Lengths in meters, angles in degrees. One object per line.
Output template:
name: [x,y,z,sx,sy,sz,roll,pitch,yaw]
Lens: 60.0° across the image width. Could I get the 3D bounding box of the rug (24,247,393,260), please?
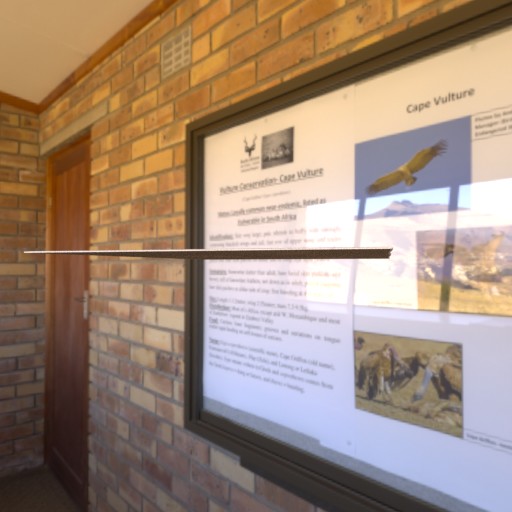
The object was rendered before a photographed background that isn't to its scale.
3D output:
rug: [0.000,0.000,4.057,2.363,0.012,2.980,0,-1,16]
